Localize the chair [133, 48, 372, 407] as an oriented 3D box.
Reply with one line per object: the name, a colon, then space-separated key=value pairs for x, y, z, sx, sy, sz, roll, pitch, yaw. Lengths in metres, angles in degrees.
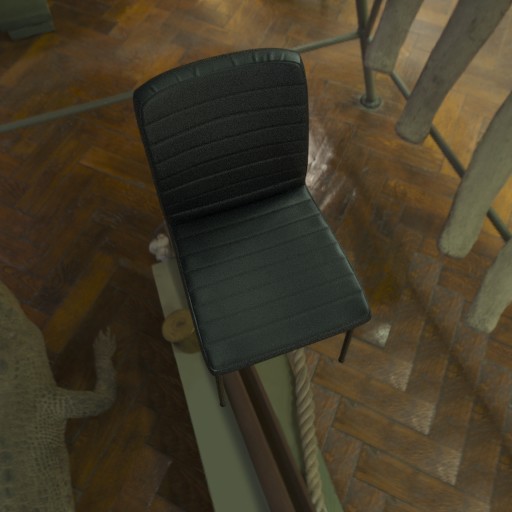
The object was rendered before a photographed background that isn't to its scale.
chair: x=0.000 y=0.000 z=1.222 sx=0.450 sy=0.872 sz=0.572 roll=-18 pitch=65 yaw=-9
